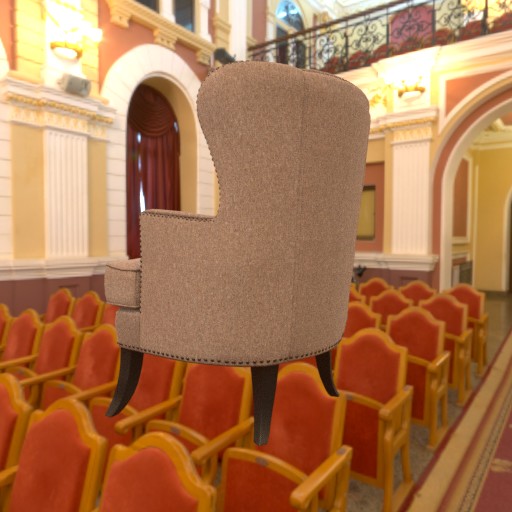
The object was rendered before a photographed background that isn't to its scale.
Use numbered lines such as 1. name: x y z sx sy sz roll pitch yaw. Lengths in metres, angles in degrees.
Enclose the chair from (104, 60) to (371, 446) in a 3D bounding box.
1. chair: 0.000 0.000 1.560 0.758 1.060 0.759 2 3 36
